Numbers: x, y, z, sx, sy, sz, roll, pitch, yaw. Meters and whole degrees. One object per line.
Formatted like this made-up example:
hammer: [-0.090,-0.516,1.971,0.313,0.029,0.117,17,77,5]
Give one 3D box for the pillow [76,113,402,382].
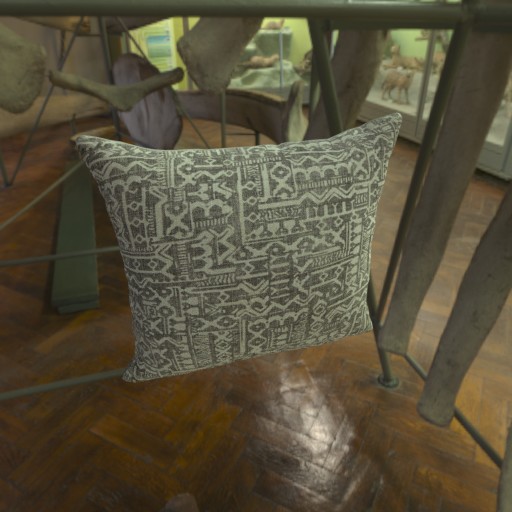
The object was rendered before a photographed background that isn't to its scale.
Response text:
pillow: [0.000,0.000,0.823,0.546,0.487,0.180,-8,31,-14]
